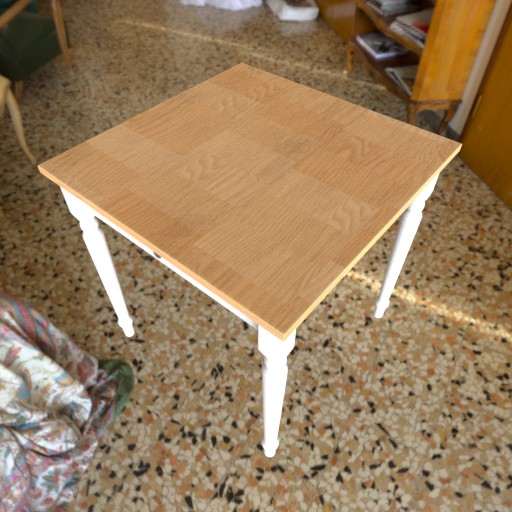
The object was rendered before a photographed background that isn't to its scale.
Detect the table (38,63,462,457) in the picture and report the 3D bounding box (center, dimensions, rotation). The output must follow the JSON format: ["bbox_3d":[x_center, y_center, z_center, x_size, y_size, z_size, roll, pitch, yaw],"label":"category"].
[{"bbox_3d":[0.000,0.000,1.367,0.747,0.738,0.747,31,54,26],"label":"table"}]
